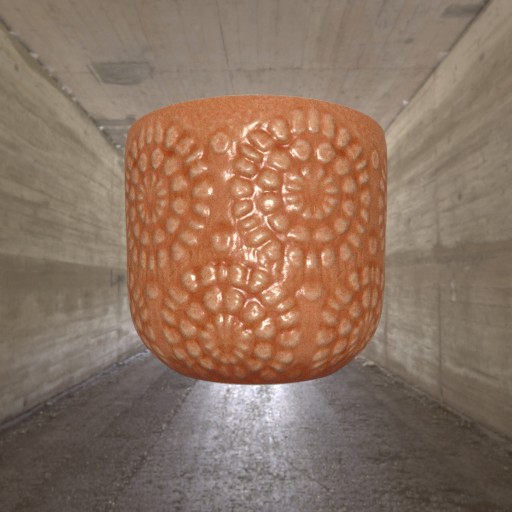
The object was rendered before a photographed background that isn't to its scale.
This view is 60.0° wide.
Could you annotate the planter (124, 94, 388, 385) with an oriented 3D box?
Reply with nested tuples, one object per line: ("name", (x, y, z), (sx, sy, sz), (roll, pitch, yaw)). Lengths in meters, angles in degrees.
("planter", (0.000, 0.000, 0.215), (0.124, 0.109, 0.124), (0, -3, 0))
